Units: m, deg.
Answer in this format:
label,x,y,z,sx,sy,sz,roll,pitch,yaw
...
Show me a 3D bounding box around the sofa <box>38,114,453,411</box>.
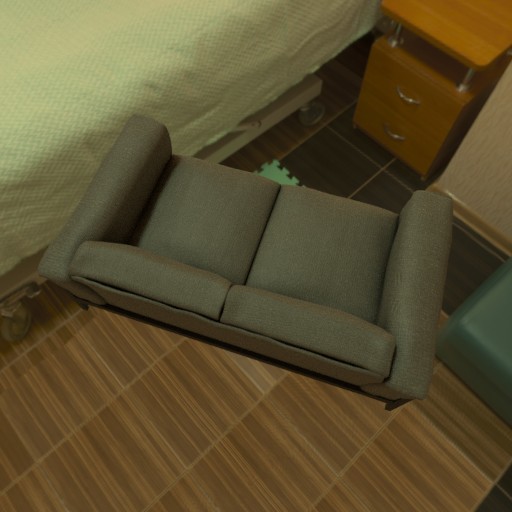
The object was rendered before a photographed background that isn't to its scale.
label,x,y,z,sx,sy,sz,roll,pitch,yaw
sofa,0.000,0.000,2.166,1.690,0.656,0.960,16,65,8
